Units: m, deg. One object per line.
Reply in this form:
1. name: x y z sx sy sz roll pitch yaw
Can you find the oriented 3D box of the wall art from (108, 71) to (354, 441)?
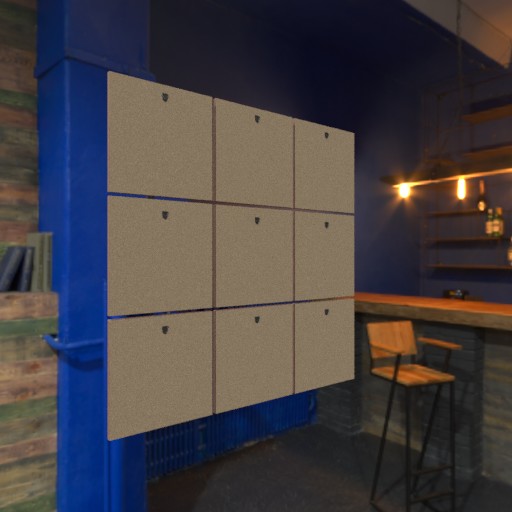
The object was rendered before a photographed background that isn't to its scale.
1. wall art: 0.000 0.000 1.360 0.906 0.904 0.018 0 0 -37
